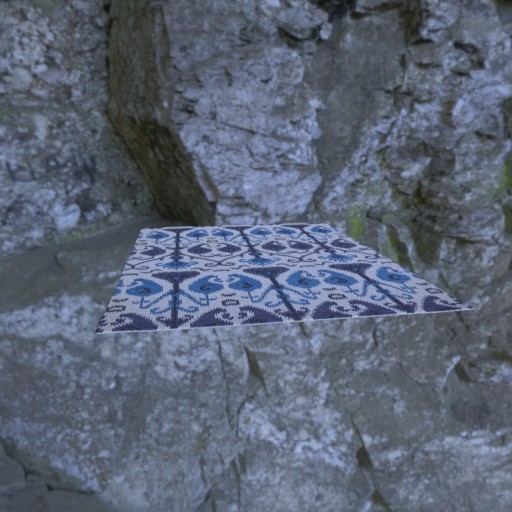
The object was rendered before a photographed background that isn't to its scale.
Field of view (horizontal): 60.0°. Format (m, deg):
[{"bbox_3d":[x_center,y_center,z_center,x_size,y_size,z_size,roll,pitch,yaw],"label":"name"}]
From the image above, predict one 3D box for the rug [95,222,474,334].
[{"bbox_3d":[0.000,0.000,4.307,2.443,0.024,3.228,-2,15,-9],"label":"rug"}]
